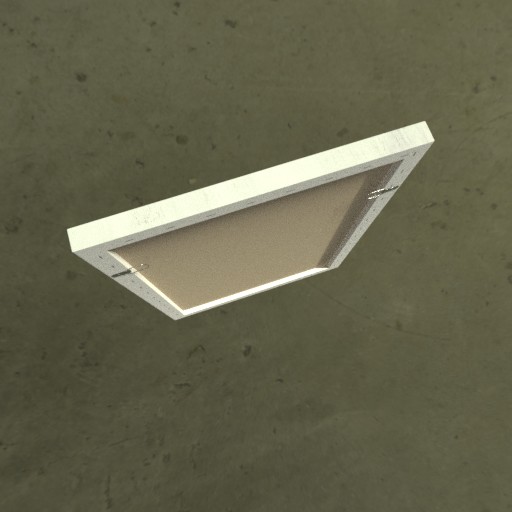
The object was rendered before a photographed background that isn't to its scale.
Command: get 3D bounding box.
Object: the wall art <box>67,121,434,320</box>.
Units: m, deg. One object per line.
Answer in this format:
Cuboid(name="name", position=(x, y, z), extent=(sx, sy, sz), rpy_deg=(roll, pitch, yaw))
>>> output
Cuboid(name="wall art", position=(0.000, 0.000, 1.170), extent=(0.624, 0.914, 0.043), rpy_deg=(-18, 76, -5))
